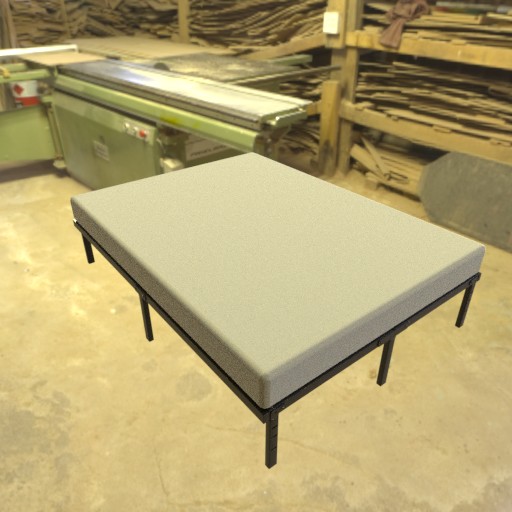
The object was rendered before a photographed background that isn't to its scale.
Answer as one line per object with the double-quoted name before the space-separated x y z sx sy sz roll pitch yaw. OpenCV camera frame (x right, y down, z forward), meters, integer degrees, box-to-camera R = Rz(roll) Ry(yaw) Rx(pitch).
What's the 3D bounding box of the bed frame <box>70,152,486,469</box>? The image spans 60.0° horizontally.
"bed frame" 0.000 0.000 3.536 1.990 0.680 2.635 -22 37 -32
